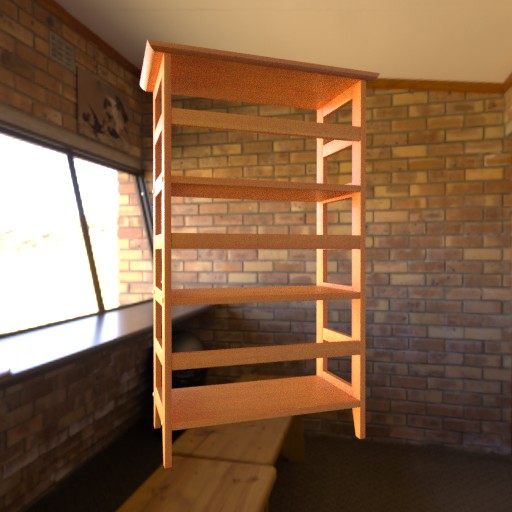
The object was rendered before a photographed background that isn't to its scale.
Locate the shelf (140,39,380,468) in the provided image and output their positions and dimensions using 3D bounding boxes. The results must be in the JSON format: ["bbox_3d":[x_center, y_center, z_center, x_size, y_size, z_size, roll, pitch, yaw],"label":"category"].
[{"bbox_3d":[0.000,0.000,1.339,0.660,1.067,0.305,0,1,-18],"label":"shelf"}]
